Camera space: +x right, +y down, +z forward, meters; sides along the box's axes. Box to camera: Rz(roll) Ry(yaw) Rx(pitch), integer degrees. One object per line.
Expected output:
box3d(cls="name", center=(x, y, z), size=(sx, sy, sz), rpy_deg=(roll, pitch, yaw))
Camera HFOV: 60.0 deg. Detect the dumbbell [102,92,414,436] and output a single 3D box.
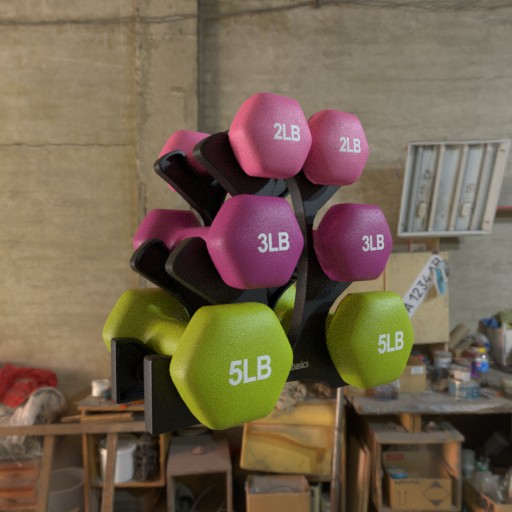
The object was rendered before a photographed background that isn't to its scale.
box3d(cls="dumbbell", center=(0.000, 0.000, 0.436), size=(0.257, 0.261, 0.203), rpy_deg=(-1, 2, -35))
